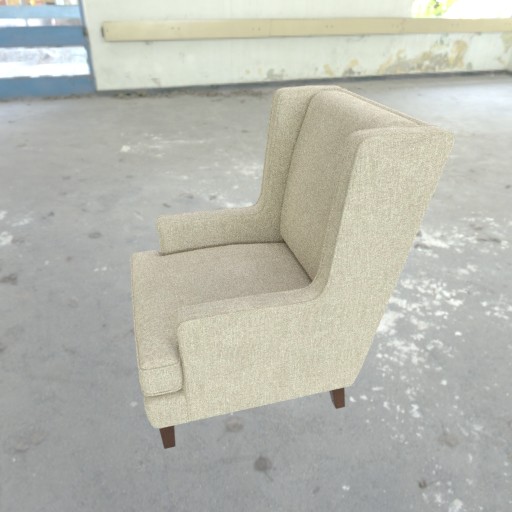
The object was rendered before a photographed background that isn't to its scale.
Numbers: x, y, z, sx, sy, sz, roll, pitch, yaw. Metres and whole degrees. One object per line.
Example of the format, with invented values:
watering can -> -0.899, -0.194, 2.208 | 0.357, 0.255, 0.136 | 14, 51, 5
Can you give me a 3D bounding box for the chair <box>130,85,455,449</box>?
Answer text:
chair -> 0.000, 0.000, 1.687 | 0.948, 1.082, 0.764 | -8, 31, -13
